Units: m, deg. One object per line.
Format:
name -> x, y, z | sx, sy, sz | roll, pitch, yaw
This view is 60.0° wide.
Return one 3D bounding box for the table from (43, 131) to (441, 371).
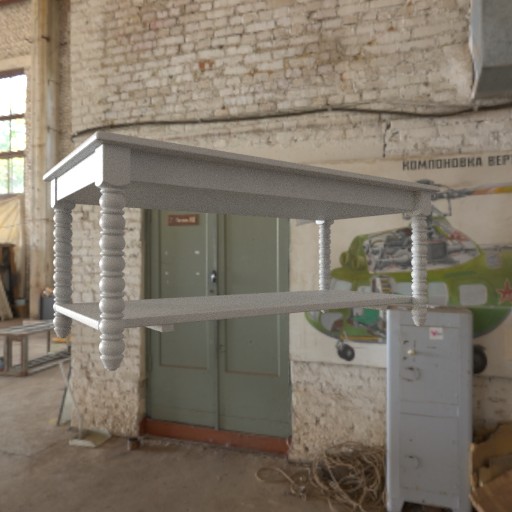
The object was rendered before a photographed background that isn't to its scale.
table -> 0.000, 0.000, 1.437 | 1.171, 0.487, 0.580 | 0, -1, -35
